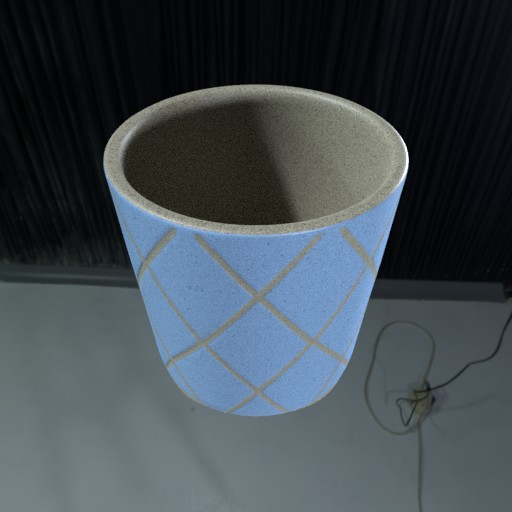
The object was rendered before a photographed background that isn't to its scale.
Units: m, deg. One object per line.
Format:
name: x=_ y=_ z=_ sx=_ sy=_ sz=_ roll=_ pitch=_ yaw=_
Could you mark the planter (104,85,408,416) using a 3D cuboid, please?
planter: x=0.000 y=0.000 z=0.351 sx=0.191 sy=0.200 sz=0.191 roll=0 pitch=42 yaw=0
